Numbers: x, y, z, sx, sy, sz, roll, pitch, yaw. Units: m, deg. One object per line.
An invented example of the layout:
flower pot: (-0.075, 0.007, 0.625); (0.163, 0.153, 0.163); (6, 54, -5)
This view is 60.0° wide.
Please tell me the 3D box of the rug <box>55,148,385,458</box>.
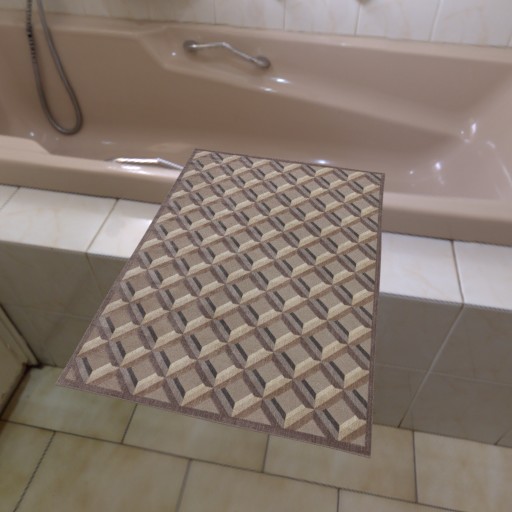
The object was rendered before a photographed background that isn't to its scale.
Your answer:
rug: (0.000, 0.000, 2.907); (1.600, 0.013, 2.260); (10, 47, 9)
